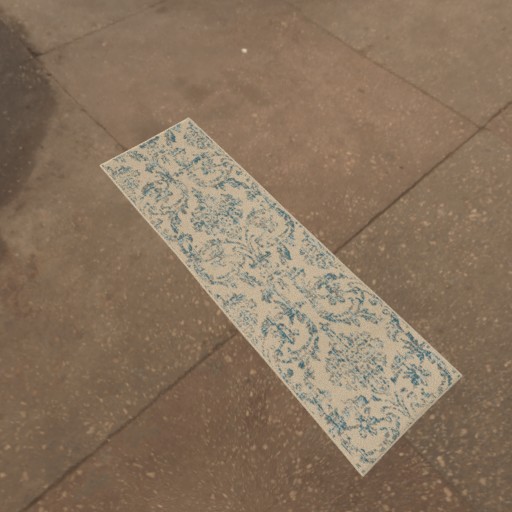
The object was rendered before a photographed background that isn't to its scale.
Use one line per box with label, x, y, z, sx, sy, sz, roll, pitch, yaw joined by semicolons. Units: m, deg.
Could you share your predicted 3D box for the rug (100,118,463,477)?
rug;0.000;0.000;2.364;0.662;0.011;2.196;-35;65;-19
